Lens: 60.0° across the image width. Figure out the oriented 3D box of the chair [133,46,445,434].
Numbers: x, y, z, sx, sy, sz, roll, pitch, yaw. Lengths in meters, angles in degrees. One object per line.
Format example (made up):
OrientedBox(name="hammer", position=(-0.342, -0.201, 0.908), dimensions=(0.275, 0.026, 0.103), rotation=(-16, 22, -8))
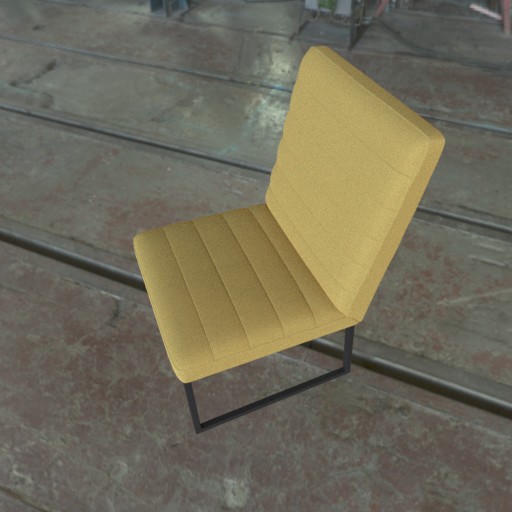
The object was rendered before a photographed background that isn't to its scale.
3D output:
OrientedBox(name="chair", position=(0.000, 0.000, 1.274), dimensions=(0.634, 0.930, 0.520), rotation=(-17, 49, -15))
